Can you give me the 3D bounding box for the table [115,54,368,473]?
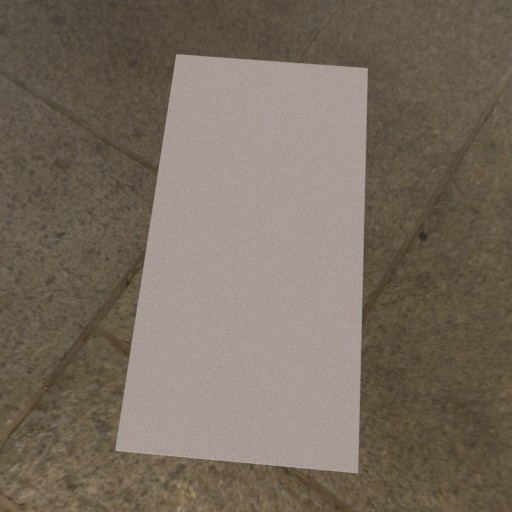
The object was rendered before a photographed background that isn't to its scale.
[{"bbox_3d":[0.000,0.000,1.670,0.700,0.470,1.350,5,75,1],"label":"table"}]
